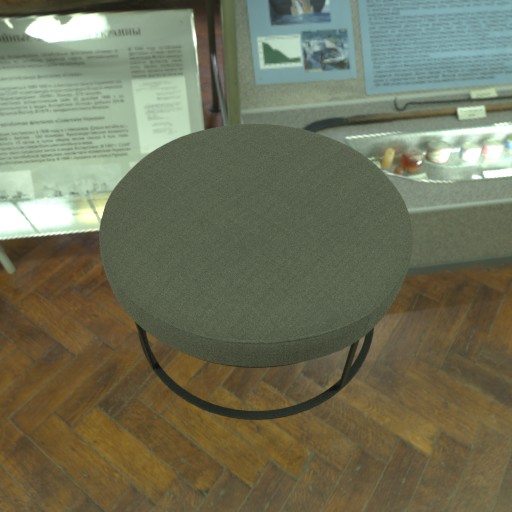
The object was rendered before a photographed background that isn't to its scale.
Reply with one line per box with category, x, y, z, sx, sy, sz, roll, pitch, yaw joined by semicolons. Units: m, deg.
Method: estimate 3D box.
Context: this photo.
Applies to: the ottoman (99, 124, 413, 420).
ottoman;0.000;0.000;1.223;0.772;0.460;0.772;0;48;0
